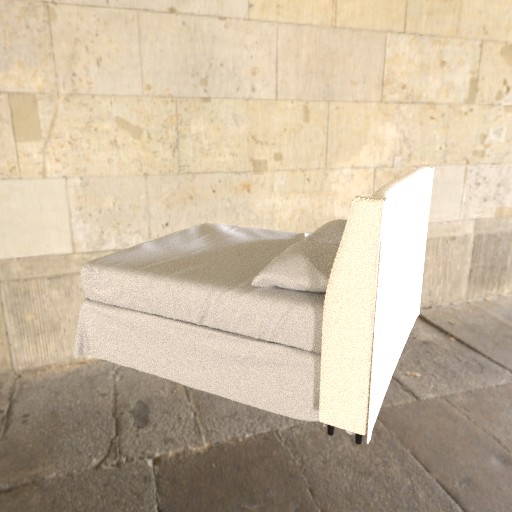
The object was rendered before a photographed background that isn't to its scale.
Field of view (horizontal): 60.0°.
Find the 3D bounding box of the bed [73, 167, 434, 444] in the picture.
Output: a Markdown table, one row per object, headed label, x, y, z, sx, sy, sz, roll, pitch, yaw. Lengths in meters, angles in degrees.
| label | x | y | z | sx | sy | sz | roll | pitch | yaw |
| --- | --- | --- | --- | --- | --- | --- | --- | --- | --- |
| bed | 0.000 | 0.000 | 3.424 | 2.276 | 1.332 | 1.925 | 8 | 18 | 26 |
